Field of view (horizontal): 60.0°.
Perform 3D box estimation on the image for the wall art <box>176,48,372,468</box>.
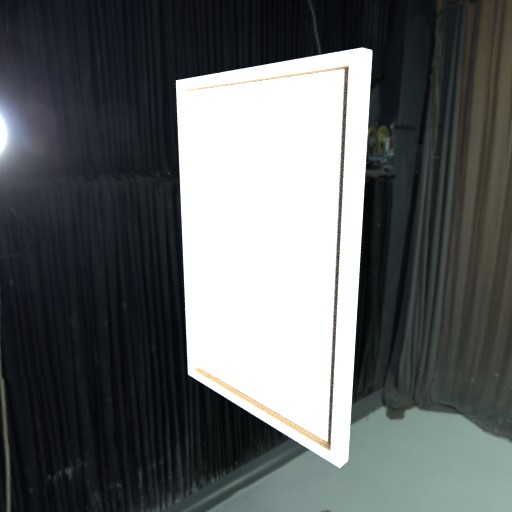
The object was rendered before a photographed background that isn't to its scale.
[{"bbox_3d":[0.000,0.000,1.157,0.038,0.912,0.607,-13,19,-42],"label":"wall art"}]
